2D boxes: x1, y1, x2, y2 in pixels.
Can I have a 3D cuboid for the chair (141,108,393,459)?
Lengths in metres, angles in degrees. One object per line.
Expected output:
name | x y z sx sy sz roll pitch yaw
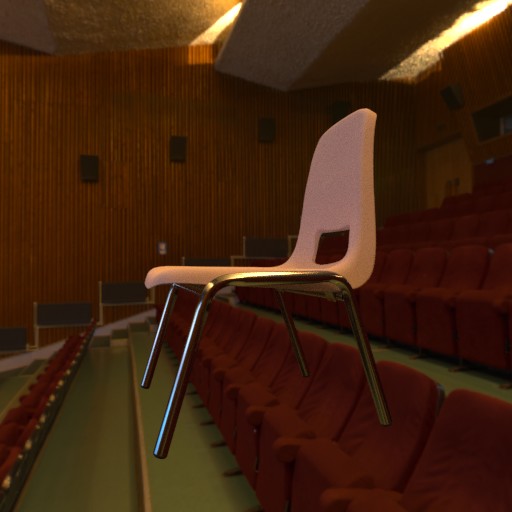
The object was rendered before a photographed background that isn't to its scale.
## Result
chair | 0.000 0.000 0.799 0.385 0.537 0.354 0 -1 -17
